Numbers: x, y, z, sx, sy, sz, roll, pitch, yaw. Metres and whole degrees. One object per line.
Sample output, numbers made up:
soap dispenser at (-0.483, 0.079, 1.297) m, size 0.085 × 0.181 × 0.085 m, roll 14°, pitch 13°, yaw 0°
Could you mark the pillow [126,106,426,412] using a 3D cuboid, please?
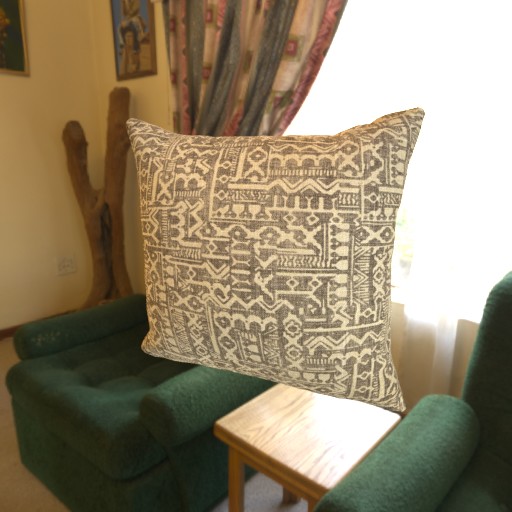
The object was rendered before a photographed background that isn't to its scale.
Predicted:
pillow at (0.000, 0.000, 0.789) m, size 0.546 × 0.487 × 0.180 m, roll 7°, pitch 15°, yaw 25°
